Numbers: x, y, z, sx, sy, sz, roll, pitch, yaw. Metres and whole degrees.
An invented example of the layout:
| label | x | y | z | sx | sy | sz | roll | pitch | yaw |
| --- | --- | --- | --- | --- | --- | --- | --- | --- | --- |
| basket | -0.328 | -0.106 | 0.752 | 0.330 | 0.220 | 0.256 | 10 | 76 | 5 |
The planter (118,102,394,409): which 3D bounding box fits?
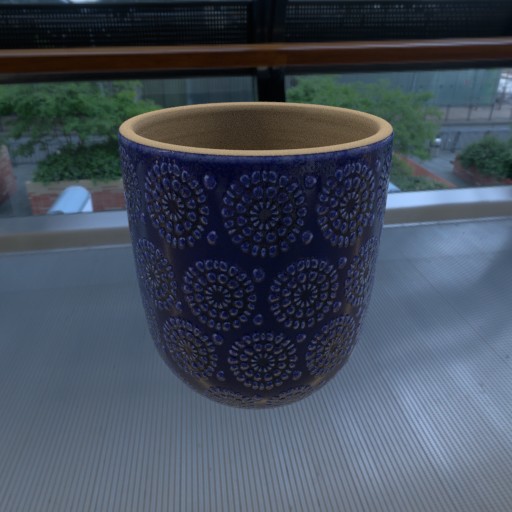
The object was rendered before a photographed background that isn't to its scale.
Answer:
| label | x | y | z | sx | sy | sz | roll | pitch | yaw |
| --- | --- | --- | --- | --- | --- | --- | --- | --- | --- |
| planter | 0.000 | 0.000 | 0.347 | 0.184 | 0.206 | 0.184 | 0 | 27 | 0 |
